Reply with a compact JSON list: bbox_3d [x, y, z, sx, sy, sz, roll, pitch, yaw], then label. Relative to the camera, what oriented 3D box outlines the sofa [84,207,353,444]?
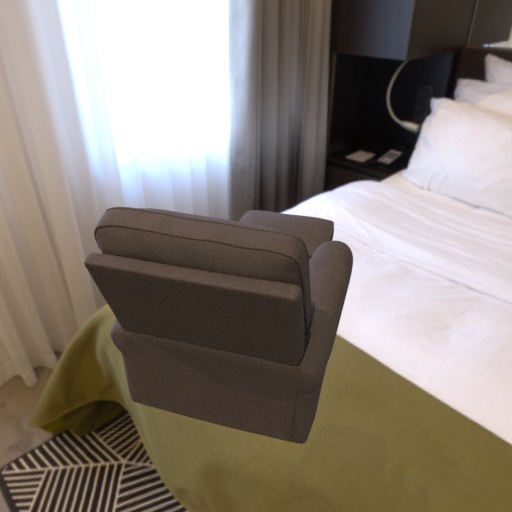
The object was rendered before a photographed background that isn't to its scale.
[{"bbox_3d":[0.000,0.000,2.058,0.880,0.959,1.478,9,32,14],"label":"sofa"}]
